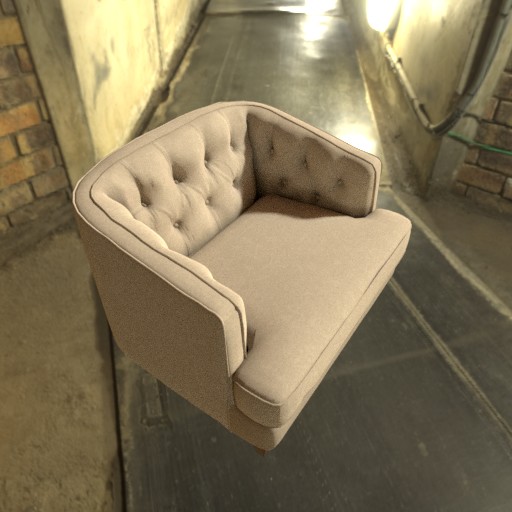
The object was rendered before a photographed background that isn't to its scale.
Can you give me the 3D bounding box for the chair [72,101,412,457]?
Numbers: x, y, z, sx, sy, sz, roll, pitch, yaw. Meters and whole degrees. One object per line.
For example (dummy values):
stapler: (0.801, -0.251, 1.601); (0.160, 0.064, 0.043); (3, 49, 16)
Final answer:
chair: (0.000, 0.000, 1.772); (0.941, 0.852, 1.104); (24, 46, 26)
